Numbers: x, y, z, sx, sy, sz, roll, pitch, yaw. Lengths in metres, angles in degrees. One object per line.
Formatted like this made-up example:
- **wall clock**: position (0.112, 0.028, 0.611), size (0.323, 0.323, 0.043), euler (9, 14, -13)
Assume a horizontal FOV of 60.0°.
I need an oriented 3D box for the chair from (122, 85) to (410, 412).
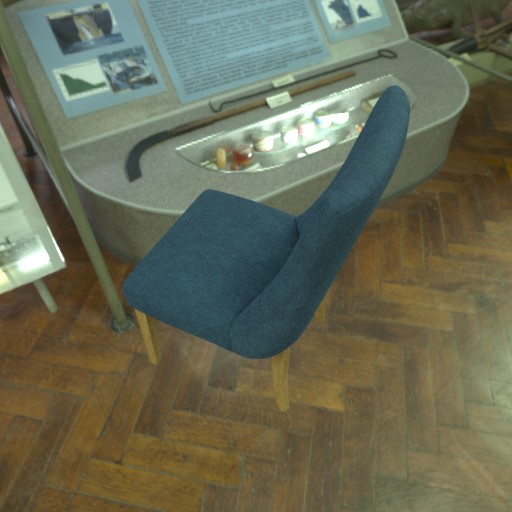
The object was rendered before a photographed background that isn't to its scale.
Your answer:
- **chair**: position (0.000, 0.000, 1.241), size (0.609, 0.902, 0.495), euler (19, 49, 17)
